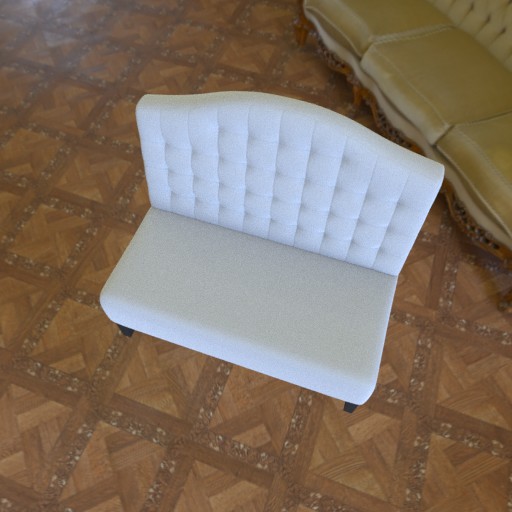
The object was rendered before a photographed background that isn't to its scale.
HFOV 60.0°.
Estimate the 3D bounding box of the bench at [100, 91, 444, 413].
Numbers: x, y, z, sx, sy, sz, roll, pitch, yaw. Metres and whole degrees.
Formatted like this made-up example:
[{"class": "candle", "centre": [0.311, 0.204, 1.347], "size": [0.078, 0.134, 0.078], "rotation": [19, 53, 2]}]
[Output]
[{"class": "bench", "centre": [0.000, 0.000, 2.052], "size": [1.335, 1.180, 0.815], "rotation": [16, 60, 10]}]
